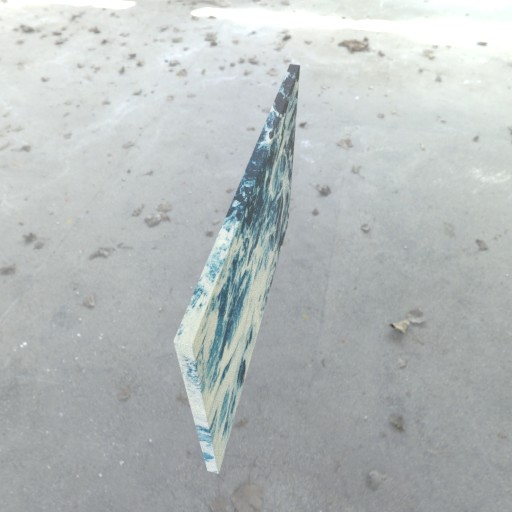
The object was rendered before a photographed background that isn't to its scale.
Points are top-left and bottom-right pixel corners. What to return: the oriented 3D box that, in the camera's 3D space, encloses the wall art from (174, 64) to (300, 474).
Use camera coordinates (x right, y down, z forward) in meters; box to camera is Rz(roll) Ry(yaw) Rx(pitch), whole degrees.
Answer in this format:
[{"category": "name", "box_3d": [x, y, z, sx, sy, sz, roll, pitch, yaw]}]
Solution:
[{"category": "wall art", "box_3d": [0.000, 0.000, 1.936, 0.055, 1.017, 1.524, 10, 49, 9]}]
